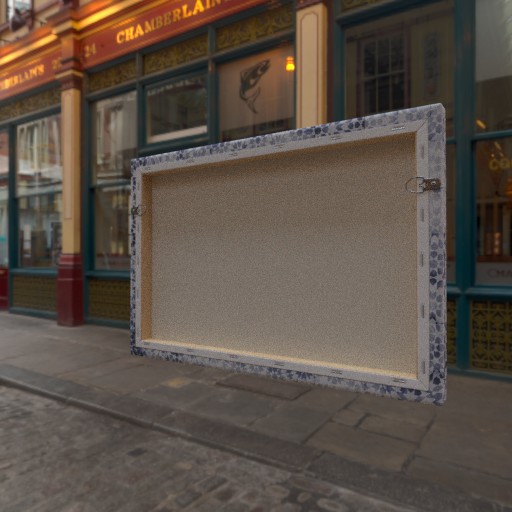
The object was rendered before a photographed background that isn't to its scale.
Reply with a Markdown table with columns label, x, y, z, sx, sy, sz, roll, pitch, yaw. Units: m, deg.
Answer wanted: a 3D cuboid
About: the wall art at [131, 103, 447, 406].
| label | x | y | z | sx | sy | sz | roll | pitch | yaw |
| --- | --- | --- | --- | --- | --- | --- | --- | --- | --- |
| wall art | 0.000 | 0.000 | 0.766 | 0.608 | 0.406 | 0.030 | 0 | -1 | 33 |
